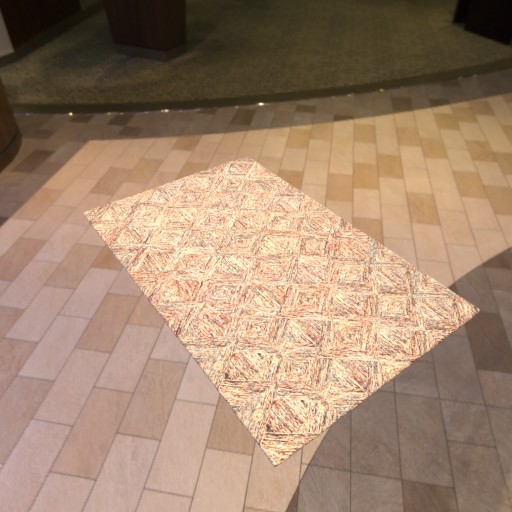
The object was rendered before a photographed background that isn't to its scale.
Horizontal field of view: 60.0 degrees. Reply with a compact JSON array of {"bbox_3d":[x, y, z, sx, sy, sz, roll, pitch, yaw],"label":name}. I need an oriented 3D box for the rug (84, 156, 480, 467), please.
[{"bbox_3d":[0.000,0.000,2.215,1.143,0.014,1.761,-26,47,-27],"label":"rug"}]
